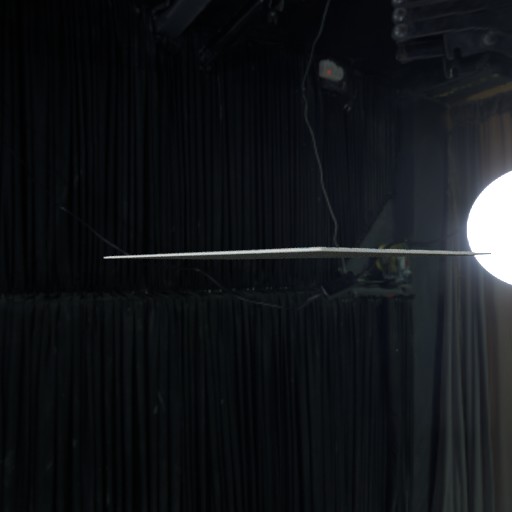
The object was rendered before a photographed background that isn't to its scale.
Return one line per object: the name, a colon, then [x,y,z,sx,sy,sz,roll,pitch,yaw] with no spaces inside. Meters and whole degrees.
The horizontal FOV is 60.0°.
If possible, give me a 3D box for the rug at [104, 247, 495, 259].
rug: [0.000,0.000,1.427,0.605,0.007,1.220,1,-1,-36]
